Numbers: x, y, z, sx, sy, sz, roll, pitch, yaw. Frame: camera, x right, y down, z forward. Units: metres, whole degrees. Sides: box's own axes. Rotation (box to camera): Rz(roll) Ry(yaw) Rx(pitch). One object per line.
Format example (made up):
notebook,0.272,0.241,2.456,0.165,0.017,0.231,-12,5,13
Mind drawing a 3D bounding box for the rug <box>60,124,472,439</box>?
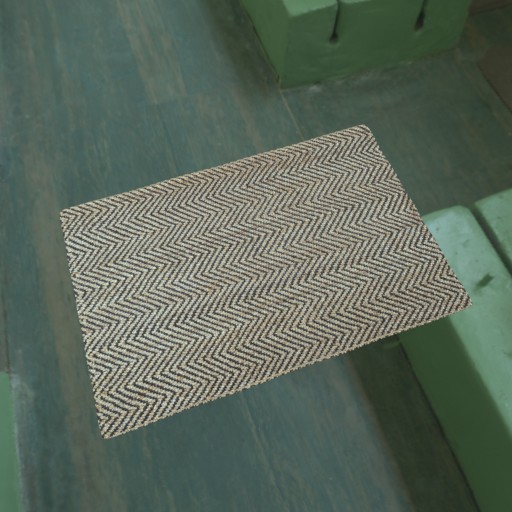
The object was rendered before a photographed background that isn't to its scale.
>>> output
rug,0.000,0.000,2.275,1.828,0.008,1.219,-18,66,-8
